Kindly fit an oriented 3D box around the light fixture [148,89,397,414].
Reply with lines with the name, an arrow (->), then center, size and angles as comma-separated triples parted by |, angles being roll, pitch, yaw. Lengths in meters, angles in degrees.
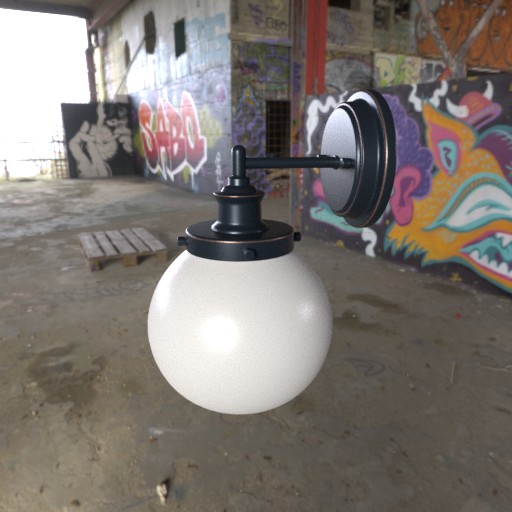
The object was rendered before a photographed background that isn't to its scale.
light fixture -> 0.000, 0.000, 0.465 | 0.230, 0.332, 0.197 | -3, 16, -10
